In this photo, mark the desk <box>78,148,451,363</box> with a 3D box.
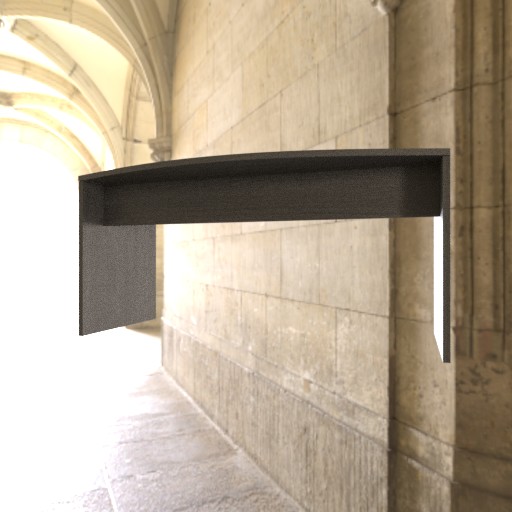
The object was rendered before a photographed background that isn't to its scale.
[{"bbox_3d":[0.000,0.000,2.030,1.600,0.750,0.802,0,0,19],"label":"desk"}]
